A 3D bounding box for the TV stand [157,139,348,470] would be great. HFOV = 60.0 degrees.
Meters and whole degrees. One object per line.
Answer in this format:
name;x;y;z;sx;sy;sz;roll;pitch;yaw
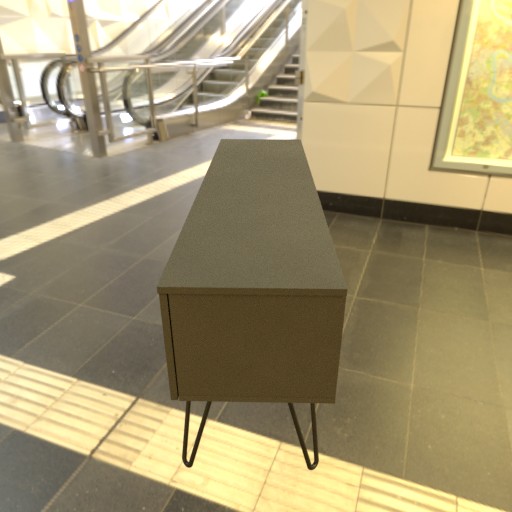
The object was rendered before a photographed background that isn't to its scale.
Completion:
TV stand;0.000;0.000;1.645;0.400;0.560;1.400;1;27;1
